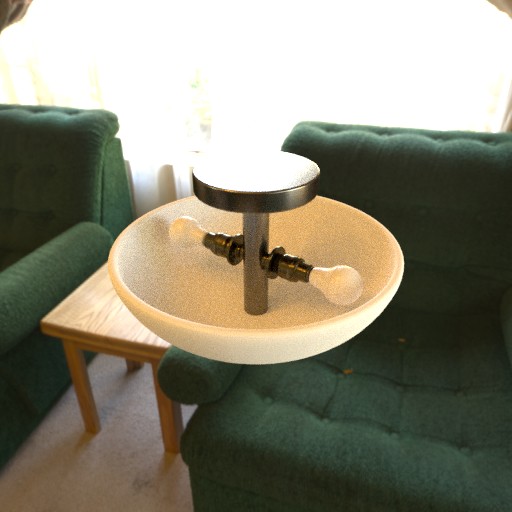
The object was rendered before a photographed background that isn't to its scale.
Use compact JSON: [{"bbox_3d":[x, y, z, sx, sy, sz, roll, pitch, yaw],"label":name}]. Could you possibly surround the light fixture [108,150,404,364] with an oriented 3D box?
[{"bbox_3d":[0.000,0.000,0.522,0.330,0.214,0.330,0,30,0],"label":"light fixture"}]
